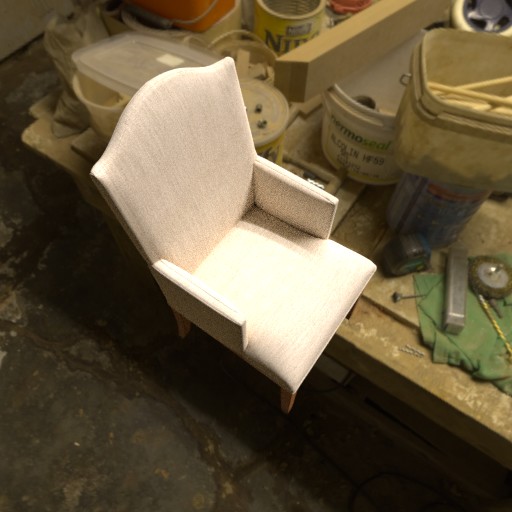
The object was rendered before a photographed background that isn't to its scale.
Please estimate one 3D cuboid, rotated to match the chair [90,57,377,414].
[{"bbox_3d":[0.000,0.000,1.384,0.641,1.016,0.533,32,65,17],"label":"chair"}]
